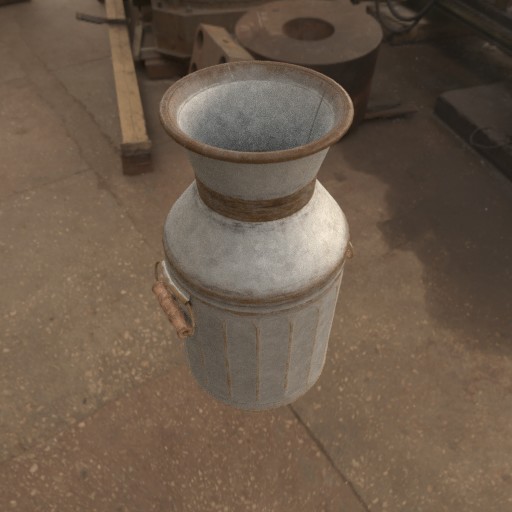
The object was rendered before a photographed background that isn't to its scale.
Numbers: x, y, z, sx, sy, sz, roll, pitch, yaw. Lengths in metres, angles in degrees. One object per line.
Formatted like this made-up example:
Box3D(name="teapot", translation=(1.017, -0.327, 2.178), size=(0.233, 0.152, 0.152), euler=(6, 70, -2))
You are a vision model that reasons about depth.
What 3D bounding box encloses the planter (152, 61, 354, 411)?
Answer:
Box3D(name="planter", translation=(0.000, 0.000, 0.532), size=(0.245, 0.396, 0.214), euler=(-24, 51, -21))
